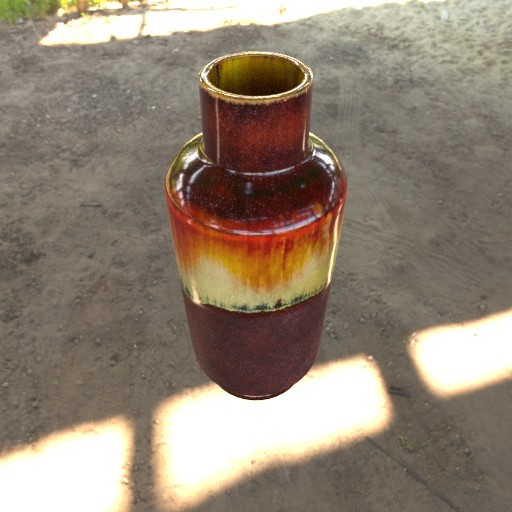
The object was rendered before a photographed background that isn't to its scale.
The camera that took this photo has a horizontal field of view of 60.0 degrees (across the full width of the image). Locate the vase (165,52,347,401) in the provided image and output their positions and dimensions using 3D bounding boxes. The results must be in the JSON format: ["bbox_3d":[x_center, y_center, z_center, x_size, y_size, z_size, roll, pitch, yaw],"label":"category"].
[{"bbox_3d":[0.000,0.000,0.315,0.111,0.261,0.111,0,45,0],"label":"vase"}]
